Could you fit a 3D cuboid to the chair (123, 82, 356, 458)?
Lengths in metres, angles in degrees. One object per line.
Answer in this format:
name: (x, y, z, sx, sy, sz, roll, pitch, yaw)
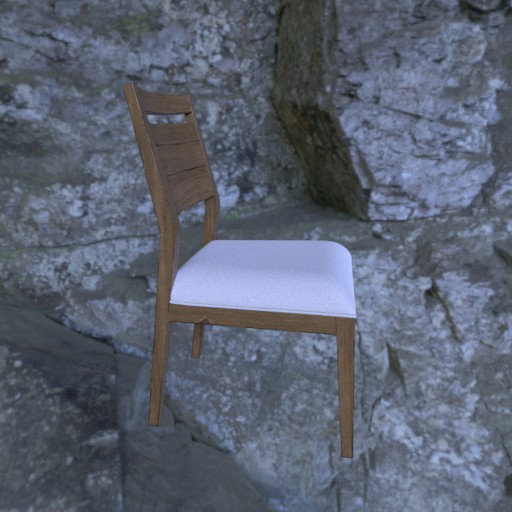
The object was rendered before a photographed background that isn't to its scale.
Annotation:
chair: (0.000, 0.000, 1.320, 0.610, 0.939, 0.497, 3, 17, 10)
